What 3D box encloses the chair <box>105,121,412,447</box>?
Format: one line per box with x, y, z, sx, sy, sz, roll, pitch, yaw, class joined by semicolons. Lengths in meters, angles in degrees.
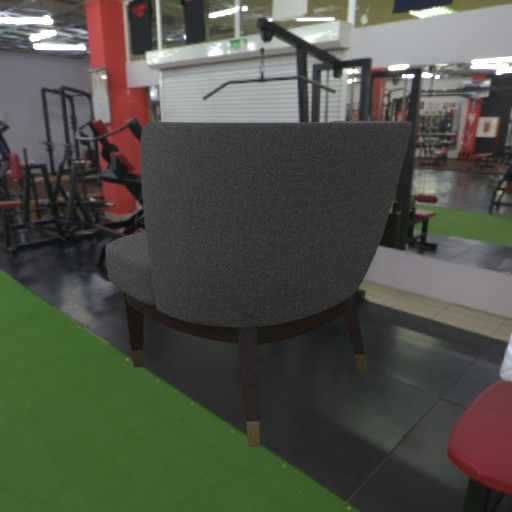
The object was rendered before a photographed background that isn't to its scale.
0.000;0.000;1.194;0.639;0.695;0.698;-16;23;-41;chair
